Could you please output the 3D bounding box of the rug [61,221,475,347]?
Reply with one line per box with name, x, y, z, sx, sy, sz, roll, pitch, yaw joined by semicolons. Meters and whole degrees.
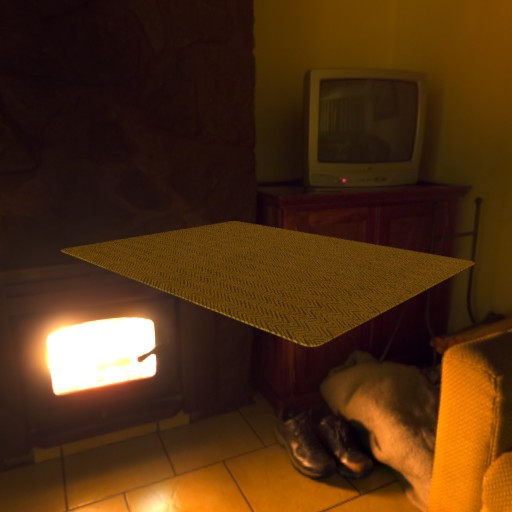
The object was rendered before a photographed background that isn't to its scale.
rug;0.000;0.000;4.249;3.207;0.014;2.439;13;19;43
